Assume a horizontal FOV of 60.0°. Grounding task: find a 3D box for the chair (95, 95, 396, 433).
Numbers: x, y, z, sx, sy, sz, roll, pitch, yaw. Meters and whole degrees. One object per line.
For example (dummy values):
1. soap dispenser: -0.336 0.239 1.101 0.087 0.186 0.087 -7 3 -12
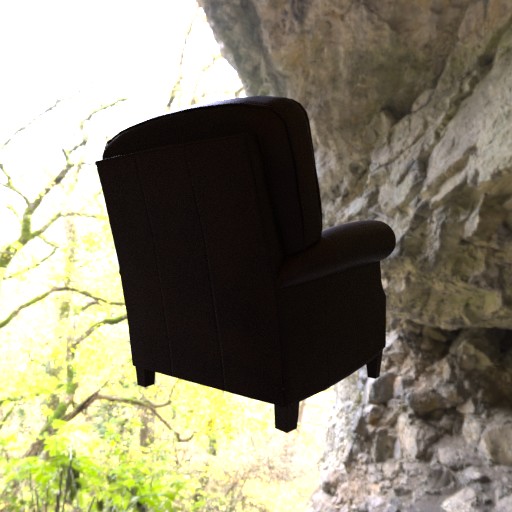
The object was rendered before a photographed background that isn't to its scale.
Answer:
1. chair: 0.000 0.000 1.754 0.936 1.018 0.986 2 3 37
